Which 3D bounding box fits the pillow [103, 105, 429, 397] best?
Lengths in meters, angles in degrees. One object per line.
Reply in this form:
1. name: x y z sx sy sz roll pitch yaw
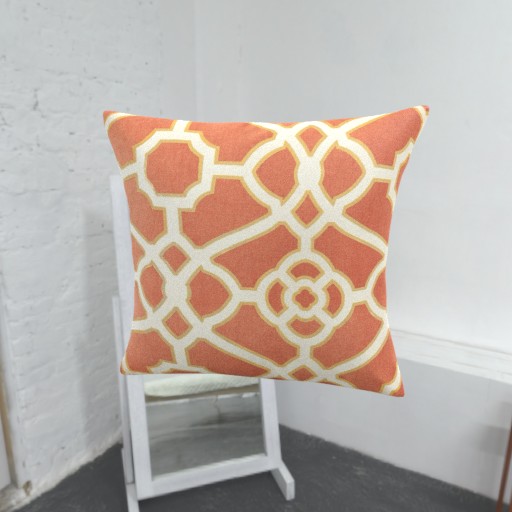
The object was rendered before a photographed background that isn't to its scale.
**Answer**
1. pillow: 0.000 0.000 0.797 0.552 0.508 0.166 2 14 9
